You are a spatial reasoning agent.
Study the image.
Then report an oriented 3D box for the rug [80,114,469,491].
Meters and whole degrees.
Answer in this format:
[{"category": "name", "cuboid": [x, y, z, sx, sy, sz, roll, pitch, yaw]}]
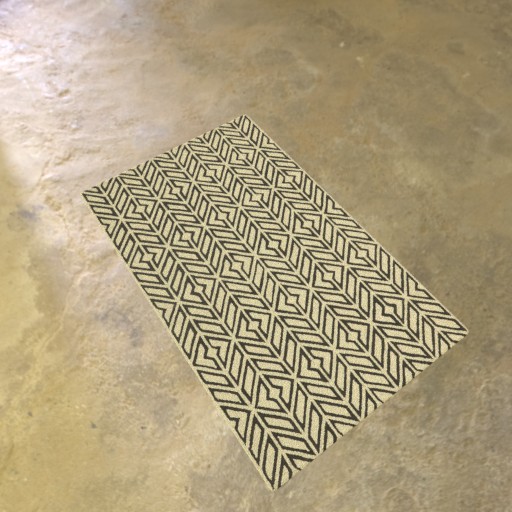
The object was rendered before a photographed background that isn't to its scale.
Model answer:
[{"category": "rug", "cuboid": [0.000, 0.000, 3.033, 1.523, 0.008, 2.438, -31, 63, -18]}]
